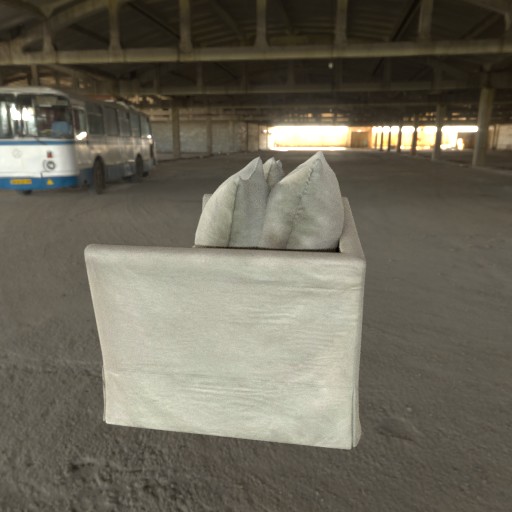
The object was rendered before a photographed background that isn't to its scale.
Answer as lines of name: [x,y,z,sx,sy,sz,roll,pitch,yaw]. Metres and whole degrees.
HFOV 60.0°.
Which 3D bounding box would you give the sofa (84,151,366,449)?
sofa: [0.000,0.000,2.281,1.035,1.040,1.608,2,15,9]
